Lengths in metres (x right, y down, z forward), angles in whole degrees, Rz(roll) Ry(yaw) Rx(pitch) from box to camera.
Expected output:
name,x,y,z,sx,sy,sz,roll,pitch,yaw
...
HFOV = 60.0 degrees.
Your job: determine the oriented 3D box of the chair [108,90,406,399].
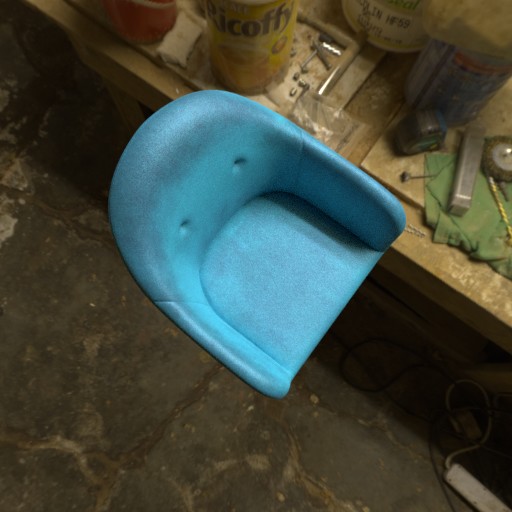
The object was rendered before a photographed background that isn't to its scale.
name,x,y,z,sx,sy,sz,roll,pitch,yaw
chair,0.000,0.000,1.189,0.570,0.780,0.540,37,79,9
